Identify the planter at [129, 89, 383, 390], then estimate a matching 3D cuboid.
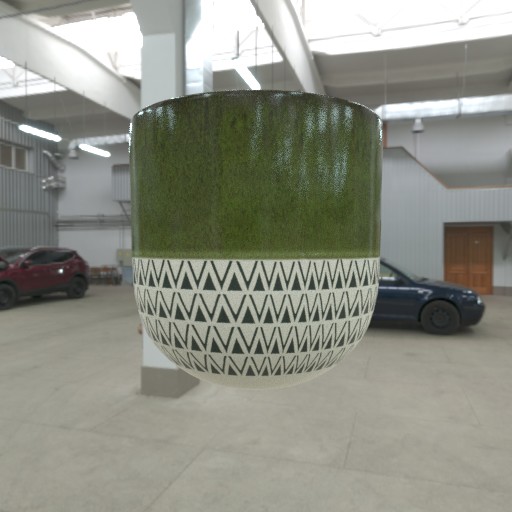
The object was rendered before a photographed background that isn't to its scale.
[{"bbox_3d":[0.000,0.000,0.486,0.266,0.270,0.266,0,1,0],"label":"planter"}]
